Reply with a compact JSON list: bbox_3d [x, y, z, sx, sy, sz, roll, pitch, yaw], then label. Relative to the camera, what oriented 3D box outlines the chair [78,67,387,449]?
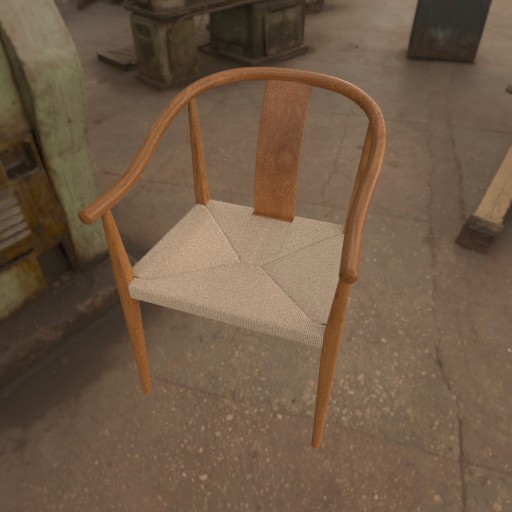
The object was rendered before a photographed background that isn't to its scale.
[{"bbox_3d":[0.000,0.000,1.185,0.556,0.800,0.579,13,42,14],"label":"chair"}]
